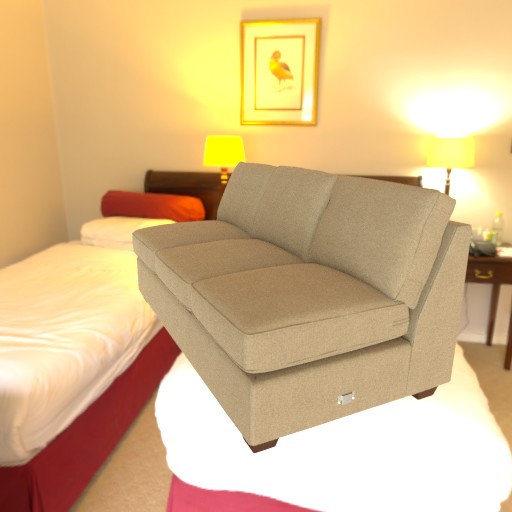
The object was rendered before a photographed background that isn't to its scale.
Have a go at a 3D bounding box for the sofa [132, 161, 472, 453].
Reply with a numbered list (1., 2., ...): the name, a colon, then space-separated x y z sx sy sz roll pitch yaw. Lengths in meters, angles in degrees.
1. sofa: 0.000 0.000 2.703 1.127 1.036 2.092 -7 17 -25
